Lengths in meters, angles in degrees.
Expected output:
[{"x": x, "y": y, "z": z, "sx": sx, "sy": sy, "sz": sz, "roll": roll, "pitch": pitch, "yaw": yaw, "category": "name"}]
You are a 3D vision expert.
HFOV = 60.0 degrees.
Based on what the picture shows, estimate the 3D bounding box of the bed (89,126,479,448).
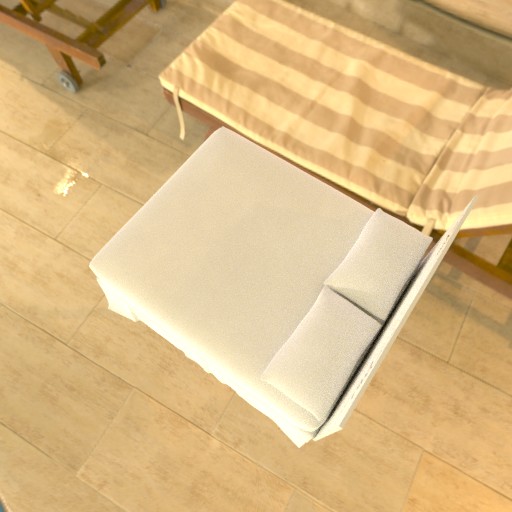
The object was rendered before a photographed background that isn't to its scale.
[{"x": 0.000, "y": 0.000, "z": 3.233, "sx": 2.094, "sy": 1.335, "sz": 1.745, "roll": 33, "pitch": 69, "yaw": 14, "category": "bed"}]
